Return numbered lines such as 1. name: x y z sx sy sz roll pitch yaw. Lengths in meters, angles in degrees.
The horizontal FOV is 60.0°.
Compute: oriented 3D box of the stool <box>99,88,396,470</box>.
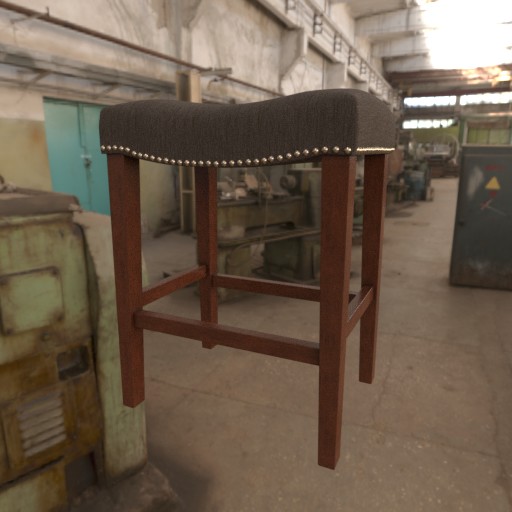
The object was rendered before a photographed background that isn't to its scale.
1. stool: 0.000 0.000 0.965 0.504 0.654 0.372 6 15 25
